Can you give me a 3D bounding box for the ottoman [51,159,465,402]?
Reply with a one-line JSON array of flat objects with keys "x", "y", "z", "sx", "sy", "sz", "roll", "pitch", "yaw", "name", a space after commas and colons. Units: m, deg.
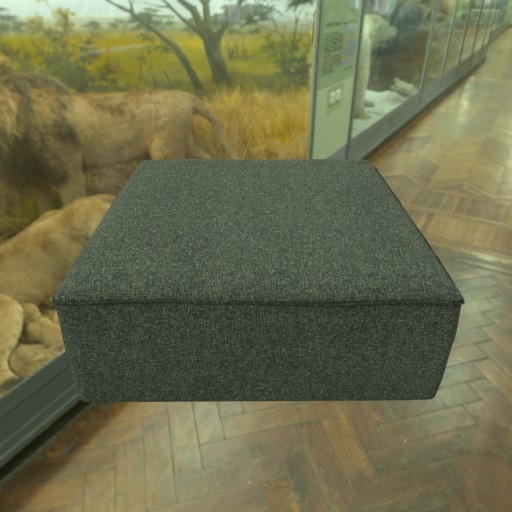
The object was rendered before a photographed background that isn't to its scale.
[{"x": 0.000, "y": 0.000, "z": 1.565, "sx": 1.021, "sy": 0.423, "sz": 1.017, "roll": 0, "pitch": 31, "yaw": 0, "name": "ottoman"}]
